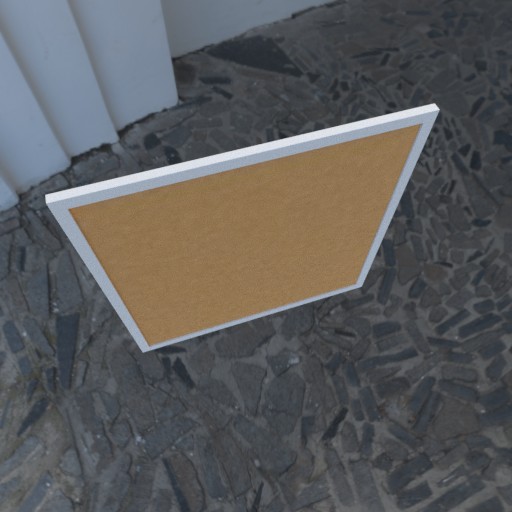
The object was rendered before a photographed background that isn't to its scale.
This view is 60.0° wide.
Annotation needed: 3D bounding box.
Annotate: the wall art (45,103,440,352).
[{"bbox_3d":[0.000,0.000,0.690,0.457,0.457,0.012,-15,60,-9],"label":"wall art"}]
